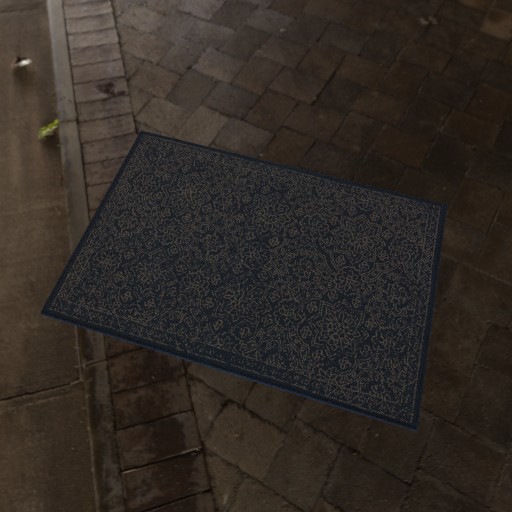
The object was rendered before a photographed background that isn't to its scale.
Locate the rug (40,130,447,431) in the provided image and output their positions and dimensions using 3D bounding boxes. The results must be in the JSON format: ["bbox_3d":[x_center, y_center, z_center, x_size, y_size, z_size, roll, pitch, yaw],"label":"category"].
[{"bbox_3d":[0.000,0.000,2.295,1.829,0.010,1.219,15,64,8],"label":"rug"}]
